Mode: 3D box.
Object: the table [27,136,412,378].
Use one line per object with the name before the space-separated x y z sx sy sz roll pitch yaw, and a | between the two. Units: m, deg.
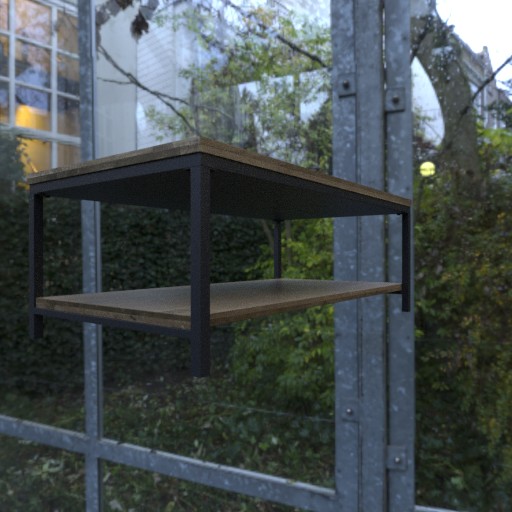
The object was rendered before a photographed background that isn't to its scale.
table | 0.000 0.000 1.312 0.574 0.393 1.062 0 0 37
